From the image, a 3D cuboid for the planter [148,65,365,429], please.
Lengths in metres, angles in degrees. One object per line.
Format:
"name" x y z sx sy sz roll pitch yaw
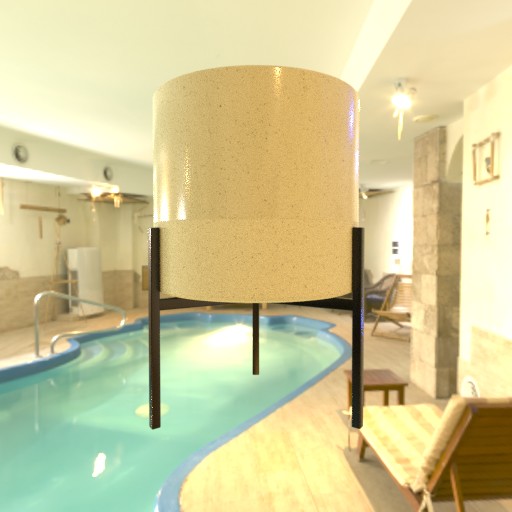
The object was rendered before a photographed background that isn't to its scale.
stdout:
"planter" 0.000 0.000 0.342 0.152 0.230 0.159 0 2 0
